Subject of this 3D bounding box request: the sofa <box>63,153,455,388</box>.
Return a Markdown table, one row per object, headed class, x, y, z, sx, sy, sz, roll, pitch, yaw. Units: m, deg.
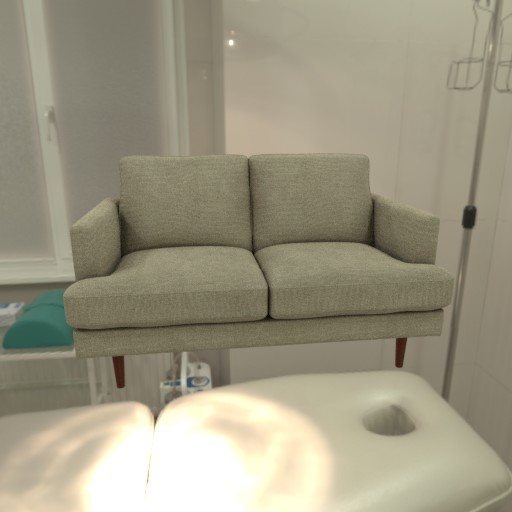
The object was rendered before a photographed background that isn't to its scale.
| class | x | y | z | sx | sy | sz | roll | pitch | yaw |
| --- | --- | --- | --- | --- | --- | --- | --- | --- | --- |
| sofa | 0.000 | 0.000 | 2.156 | 1.582 | 0.944 | 0.903 | -2 | 16 | -7 |
